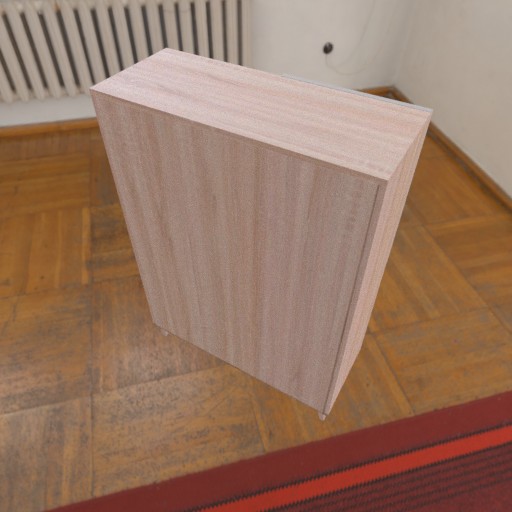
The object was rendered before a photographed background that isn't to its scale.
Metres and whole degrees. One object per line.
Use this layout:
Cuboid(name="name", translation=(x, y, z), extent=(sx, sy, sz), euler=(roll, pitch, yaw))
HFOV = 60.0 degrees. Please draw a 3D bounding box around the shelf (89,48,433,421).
Cuboid(name="shelf", translation=(0.000, 0.000, 1.878), extent=(0.995, 1.405, 0.434), euler=(23, 49, 21))
